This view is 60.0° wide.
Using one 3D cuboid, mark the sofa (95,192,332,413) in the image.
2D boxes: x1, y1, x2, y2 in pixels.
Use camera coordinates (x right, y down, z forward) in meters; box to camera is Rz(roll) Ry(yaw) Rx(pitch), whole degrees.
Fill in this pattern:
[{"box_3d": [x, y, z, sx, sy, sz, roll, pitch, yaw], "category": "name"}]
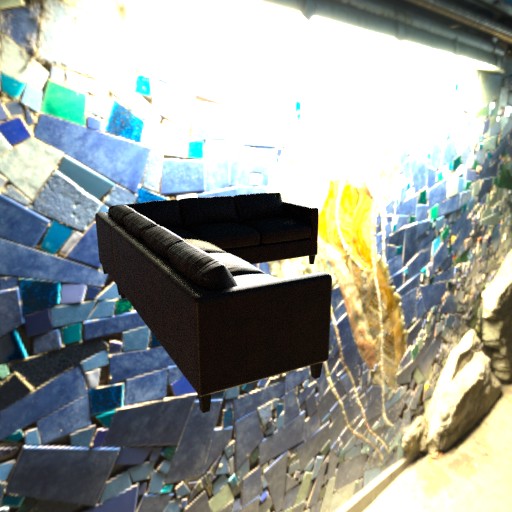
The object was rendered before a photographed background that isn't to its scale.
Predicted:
[{"box_3d": [0.000, 0.000, 4.268, 2.438, 0.836, 3.152, -8, 17, -27], "category": "sofa"}]
